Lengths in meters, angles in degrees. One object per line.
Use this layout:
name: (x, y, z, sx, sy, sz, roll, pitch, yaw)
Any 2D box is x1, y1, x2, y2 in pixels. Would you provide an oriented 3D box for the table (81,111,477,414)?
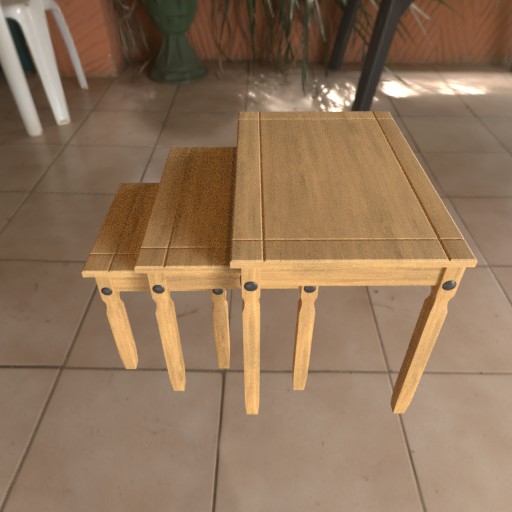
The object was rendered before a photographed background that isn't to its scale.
table: (0.000, 0.000, 1.199, 0.773, 0.535, 0.660, 0, 40, 0)
